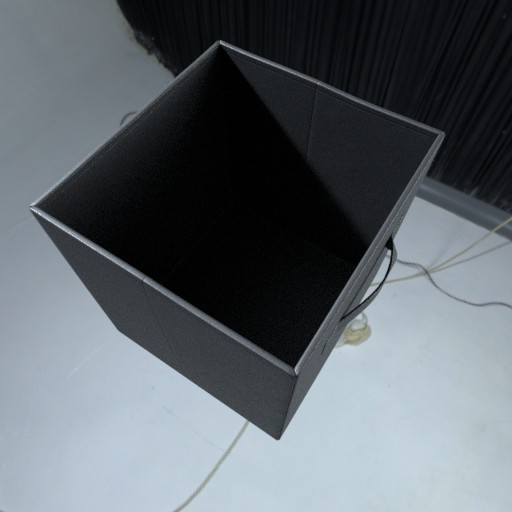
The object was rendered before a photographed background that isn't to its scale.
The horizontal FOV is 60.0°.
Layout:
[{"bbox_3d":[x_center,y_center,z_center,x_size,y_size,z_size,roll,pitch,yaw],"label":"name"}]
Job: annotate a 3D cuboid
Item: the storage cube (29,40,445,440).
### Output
[{"bbox_3d":[0.000,0.000,0.495,0.270,0.280,0.270,29,64,16],"label":"storage cube"}]
